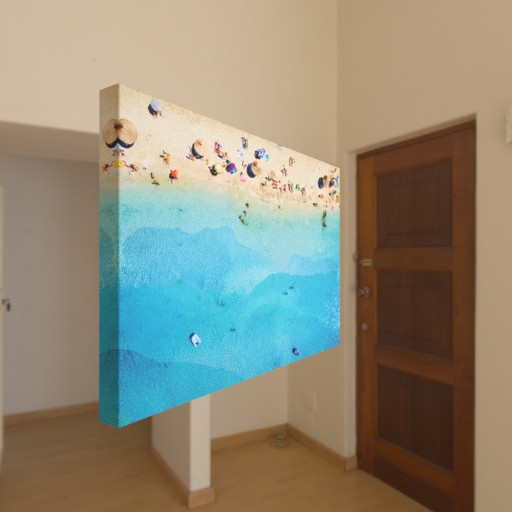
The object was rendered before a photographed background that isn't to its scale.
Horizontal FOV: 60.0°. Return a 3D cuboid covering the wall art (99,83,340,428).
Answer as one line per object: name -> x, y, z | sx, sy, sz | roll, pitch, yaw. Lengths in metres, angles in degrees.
wall art -> 0.000, 0.000, 1.143 | 0.057, 0.595, 0.894 | 0, 0, 35
